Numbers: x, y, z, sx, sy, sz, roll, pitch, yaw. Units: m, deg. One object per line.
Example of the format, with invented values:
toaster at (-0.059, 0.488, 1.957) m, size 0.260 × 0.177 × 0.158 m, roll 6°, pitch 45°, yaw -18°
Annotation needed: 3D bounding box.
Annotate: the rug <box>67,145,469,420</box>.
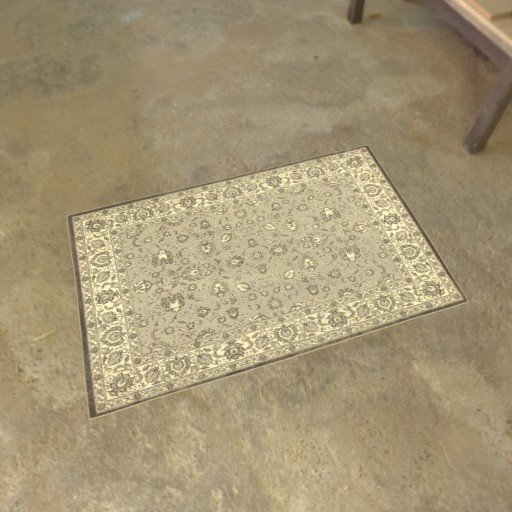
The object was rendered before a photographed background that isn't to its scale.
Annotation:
rug at (0.000, 0.000, 3.067) m, size 2.438 × 0.011 × 1.524 m, roll -15°, pitch 58°, yaw -9°
